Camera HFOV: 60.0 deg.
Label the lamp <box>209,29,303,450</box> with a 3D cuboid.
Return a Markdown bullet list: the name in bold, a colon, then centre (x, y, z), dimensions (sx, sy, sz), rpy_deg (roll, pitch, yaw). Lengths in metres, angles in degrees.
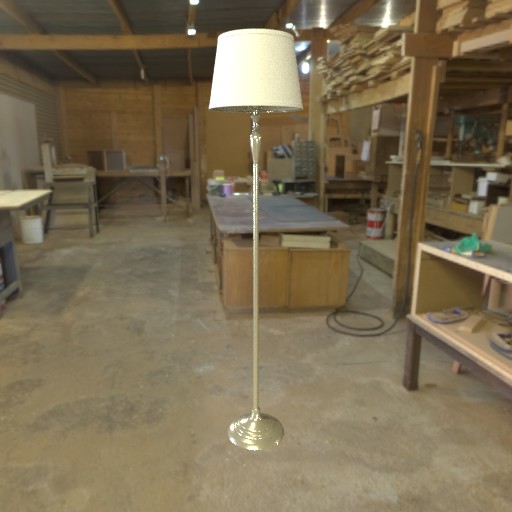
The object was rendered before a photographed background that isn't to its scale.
- **lamp**: centre (0.000, 0.000, 1.670), dimensions (0.327, 1.506, 0.327), rpy_deg (-2, 14, -9)
